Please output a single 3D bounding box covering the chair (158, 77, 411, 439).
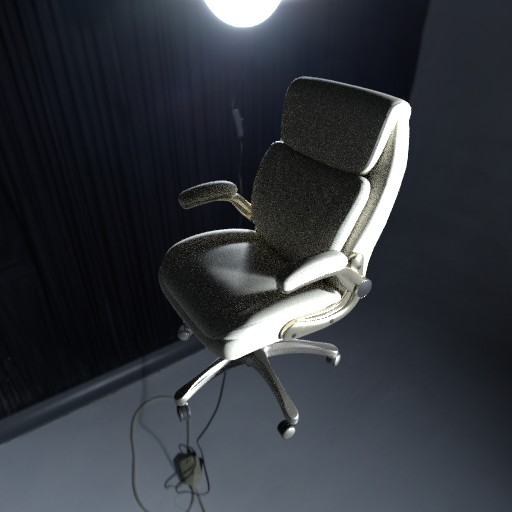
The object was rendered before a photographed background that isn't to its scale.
[{"bbox_3d":[0.000,0.000,1.599,0.794,1.110,0.740,-21,37,-30],"label":"chair"}]
